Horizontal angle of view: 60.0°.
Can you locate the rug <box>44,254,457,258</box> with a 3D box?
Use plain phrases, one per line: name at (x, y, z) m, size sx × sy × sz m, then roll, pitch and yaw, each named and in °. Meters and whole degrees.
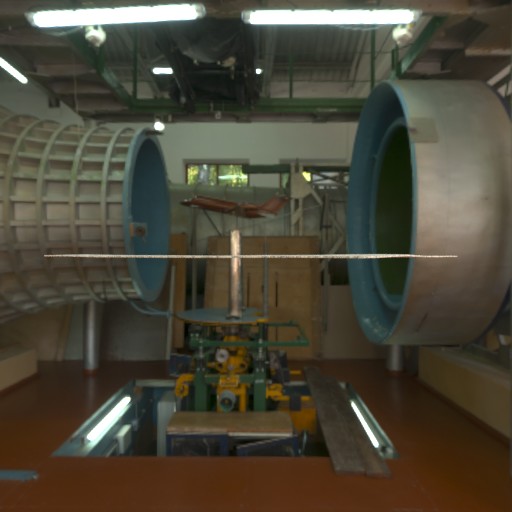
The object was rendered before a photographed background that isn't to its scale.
rug at (0.000, 0.000, 4.153) m, size 3.054 × 0.030 × 2.430 m, roll 0°, pitch 0°, yaw 35°
